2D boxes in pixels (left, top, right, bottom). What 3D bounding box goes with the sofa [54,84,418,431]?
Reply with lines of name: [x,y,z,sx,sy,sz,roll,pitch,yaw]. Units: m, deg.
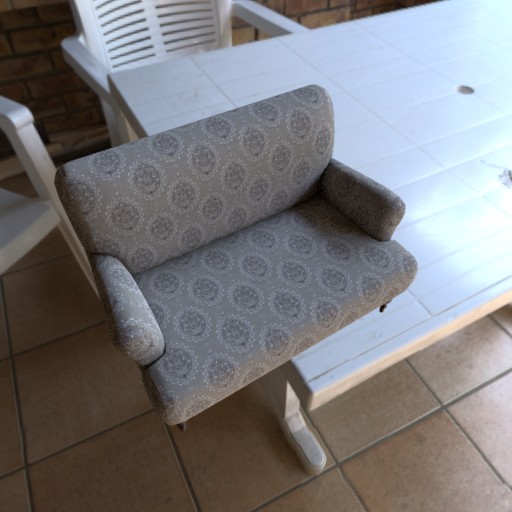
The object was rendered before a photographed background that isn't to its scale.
sofa: [0.000,0.000,1.832,1.297,0.889,0.779,-25,52,-21]
